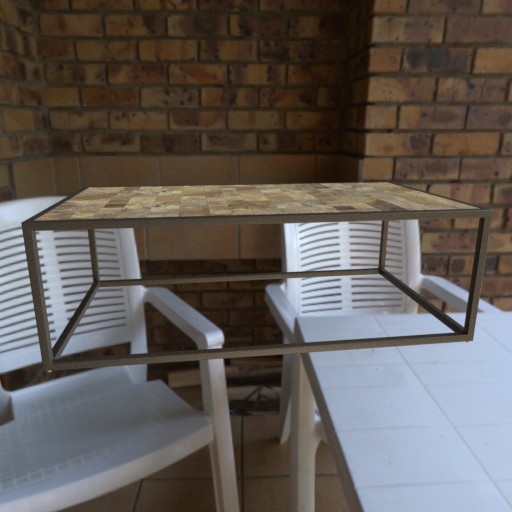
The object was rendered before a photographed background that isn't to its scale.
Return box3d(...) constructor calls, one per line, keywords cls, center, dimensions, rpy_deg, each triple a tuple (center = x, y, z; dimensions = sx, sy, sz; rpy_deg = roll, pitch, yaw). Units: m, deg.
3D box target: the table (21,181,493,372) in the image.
box3d(cls="table", center=(0.000, 0.000, 1.477), dimensions=(1.199, 0.398, 0.649), rpy_deg=(-2, 16, -8))
